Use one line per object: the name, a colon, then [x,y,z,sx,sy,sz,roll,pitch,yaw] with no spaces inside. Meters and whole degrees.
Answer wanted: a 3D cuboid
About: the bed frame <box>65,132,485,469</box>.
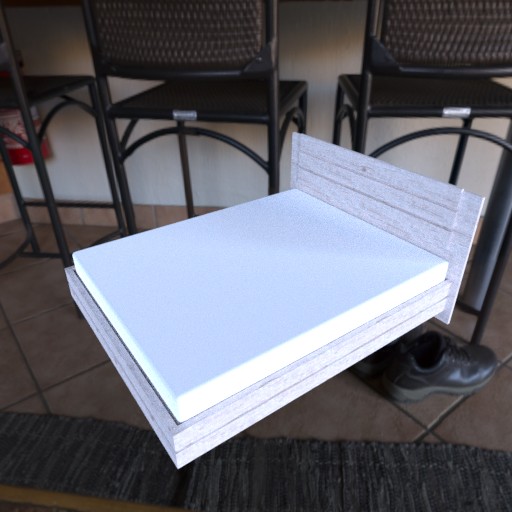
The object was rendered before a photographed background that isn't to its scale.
bed frame: [0.000,0.000,2.948,2.080,0.970,1.750,-20,36,-30]
